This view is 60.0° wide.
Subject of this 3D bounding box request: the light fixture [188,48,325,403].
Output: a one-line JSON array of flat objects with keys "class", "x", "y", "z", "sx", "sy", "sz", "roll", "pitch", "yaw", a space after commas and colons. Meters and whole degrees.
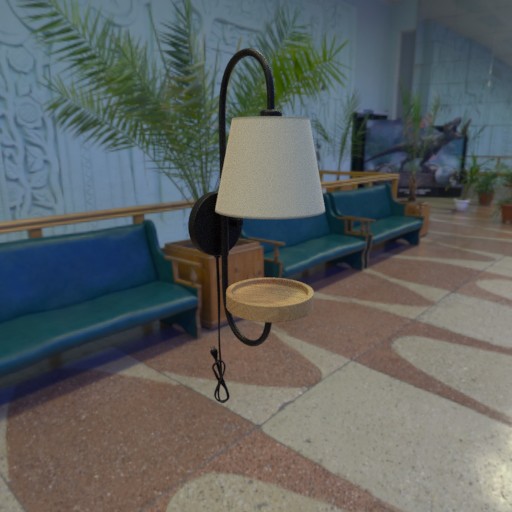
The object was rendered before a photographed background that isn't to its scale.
[{"class": "light fixture", "x": 0.000, "y": 0.000, "z": 0.944, "sx": 0.299, "sy": 0.821, "sz": 0.220, "roll": 14, "pitch": 20, "yaw": 43}]
